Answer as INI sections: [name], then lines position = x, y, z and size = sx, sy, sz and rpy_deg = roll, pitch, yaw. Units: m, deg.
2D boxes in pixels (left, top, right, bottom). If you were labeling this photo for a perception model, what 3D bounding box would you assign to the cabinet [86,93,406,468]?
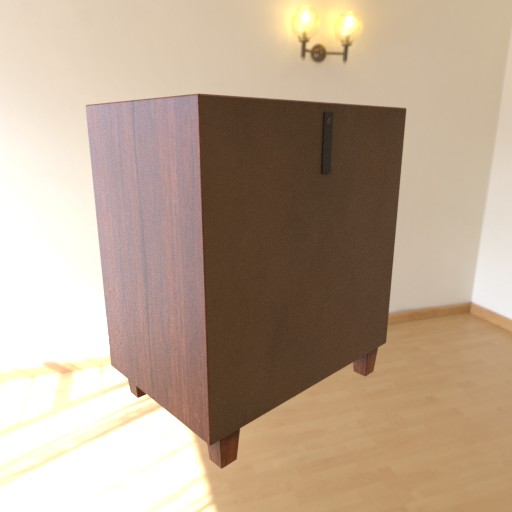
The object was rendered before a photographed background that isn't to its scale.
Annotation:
[cabinet]
position = 0.000, 0.000, 1.086
size = 0.607, 0.695, 0.410
rpy_deg = -14, 21, -41
